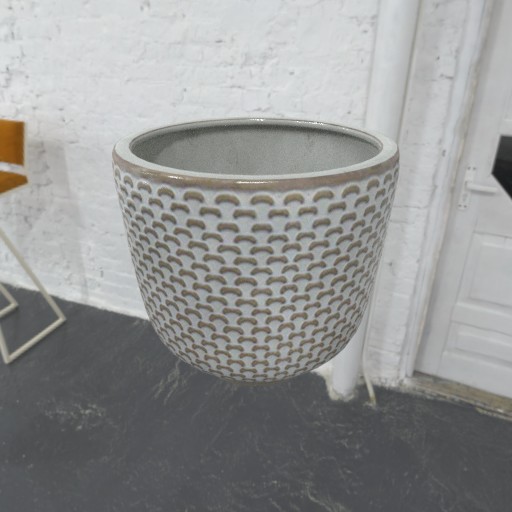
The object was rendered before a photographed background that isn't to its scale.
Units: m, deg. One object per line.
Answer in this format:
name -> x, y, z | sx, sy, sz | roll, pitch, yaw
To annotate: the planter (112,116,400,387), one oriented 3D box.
planter -> 0.000, 0.000, 0.248 | 0.139, 0.130, 0.139 | 0, 27, 0
